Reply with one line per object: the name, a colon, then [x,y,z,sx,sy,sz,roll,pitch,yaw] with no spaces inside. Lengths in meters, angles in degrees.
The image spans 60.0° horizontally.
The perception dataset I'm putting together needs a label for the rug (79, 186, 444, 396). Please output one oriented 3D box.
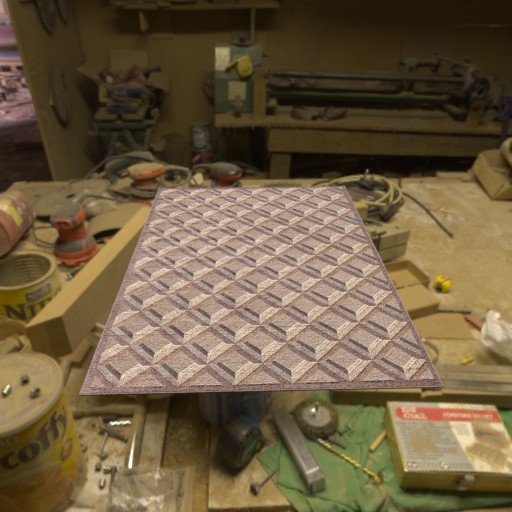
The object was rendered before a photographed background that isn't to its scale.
rug: [0.000,0.000,4.269,2.382,0.018,3.294,-1,32,-1]
